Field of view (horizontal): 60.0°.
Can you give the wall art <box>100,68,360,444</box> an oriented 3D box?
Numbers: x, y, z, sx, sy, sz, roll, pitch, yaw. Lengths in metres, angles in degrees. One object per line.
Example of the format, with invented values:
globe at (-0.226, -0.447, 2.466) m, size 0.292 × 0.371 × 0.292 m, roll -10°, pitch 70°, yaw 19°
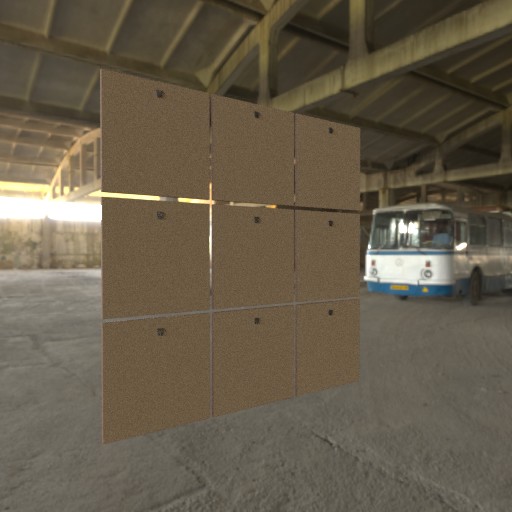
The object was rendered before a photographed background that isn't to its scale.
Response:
wall art at (0.000, 0.000, 1.787) m, size 1.221 × 1.218 × 0.019 m, roll -1°, pitch 1°, yaw -35°
